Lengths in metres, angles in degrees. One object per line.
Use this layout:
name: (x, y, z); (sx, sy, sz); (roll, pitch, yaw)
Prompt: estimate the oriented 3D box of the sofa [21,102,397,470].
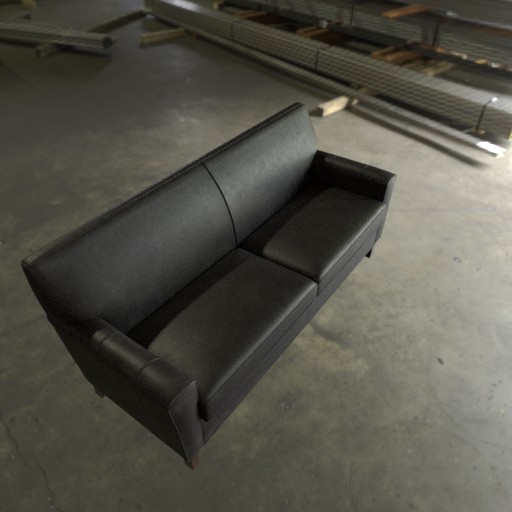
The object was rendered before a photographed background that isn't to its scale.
sofa: (0.000, 0.000, 2.468); (0.805, 0.947, 2.053); (26, 47, 27)
